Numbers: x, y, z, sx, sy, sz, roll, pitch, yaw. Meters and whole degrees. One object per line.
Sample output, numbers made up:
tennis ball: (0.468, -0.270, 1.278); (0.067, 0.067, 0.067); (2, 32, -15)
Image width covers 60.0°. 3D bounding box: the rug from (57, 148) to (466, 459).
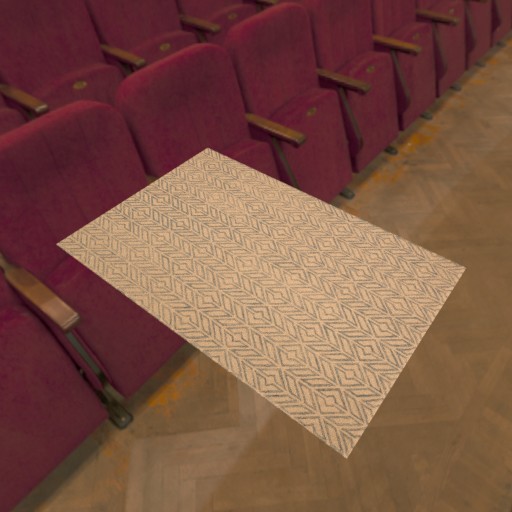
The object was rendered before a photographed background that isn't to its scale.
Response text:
rug: (0.000, 0.000, 2.369); (1.824, 0.008, 1.220); (30, 53, 25)
